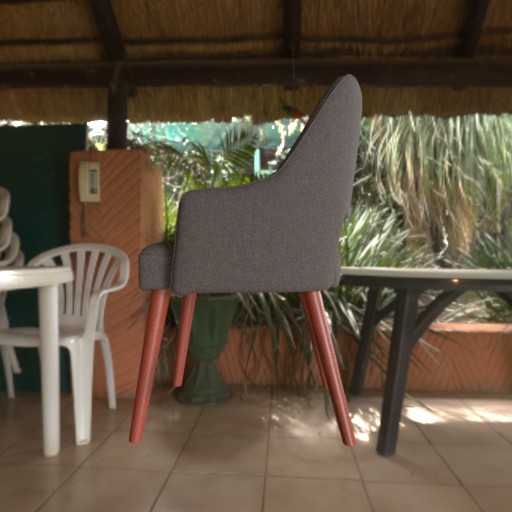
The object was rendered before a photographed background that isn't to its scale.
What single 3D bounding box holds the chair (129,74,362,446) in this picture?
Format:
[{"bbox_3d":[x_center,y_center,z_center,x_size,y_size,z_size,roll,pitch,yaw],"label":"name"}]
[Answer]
[{"bbox_3d":[0.000,0.000,1.207,0.560,0.838,0.559,0,0,3],"label":"chair"}]
